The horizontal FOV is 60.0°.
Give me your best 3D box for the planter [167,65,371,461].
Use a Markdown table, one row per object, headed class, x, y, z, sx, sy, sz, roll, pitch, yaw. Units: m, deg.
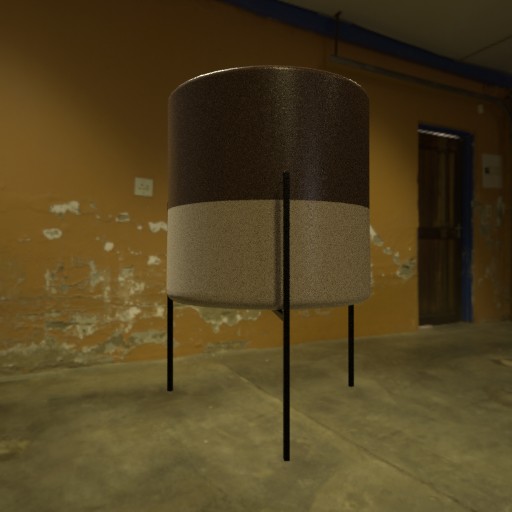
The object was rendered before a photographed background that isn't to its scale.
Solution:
| class | x | y | z | sx | sy | sz | roll | pitch | yaw |
| --- | --- | --- | --- | --- | --- | --- | --- | --- | --- |
| planter | 0.000 | 0.000 | 0.519 | 0.260 | 0.353 | 0.250 | 0 | 0 | 18 |
